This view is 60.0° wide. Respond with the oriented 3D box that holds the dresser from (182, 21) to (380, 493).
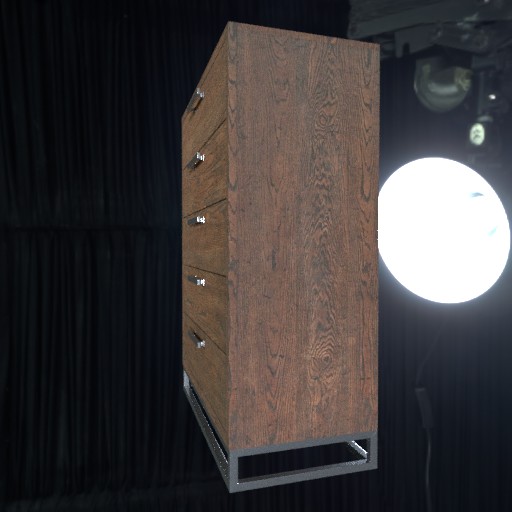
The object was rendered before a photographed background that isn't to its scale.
[{"bbox_3d":[0.000,0.000,1.766,0.508,1.321,0.965,0,1,-17],"label":"dresser"}]
